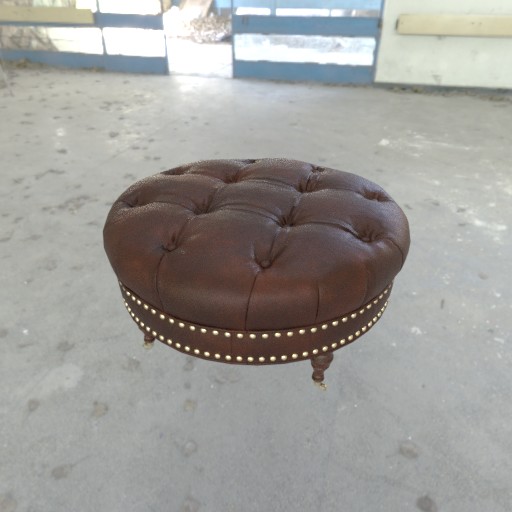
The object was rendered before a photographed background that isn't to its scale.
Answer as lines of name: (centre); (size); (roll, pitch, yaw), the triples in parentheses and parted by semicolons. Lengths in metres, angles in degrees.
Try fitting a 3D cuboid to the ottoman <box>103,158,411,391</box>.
ottoman: (0.000, 0.000, 1.415); (0.901, 0.455, 0.901); (0, 31, 0)
